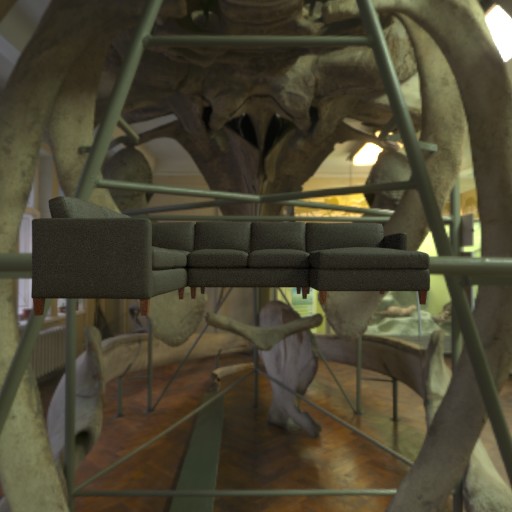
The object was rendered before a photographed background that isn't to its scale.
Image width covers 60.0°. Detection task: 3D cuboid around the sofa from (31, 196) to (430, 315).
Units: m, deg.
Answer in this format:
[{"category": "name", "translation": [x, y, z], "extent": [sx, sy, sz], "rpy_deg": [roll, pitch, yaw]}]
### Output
[{"category": "sofa", "translation": [0.000, 0.000, 4.643], "extent": [3.460, 0.961, 2.594], "rpy_deg": [0, -1, 1]}]
